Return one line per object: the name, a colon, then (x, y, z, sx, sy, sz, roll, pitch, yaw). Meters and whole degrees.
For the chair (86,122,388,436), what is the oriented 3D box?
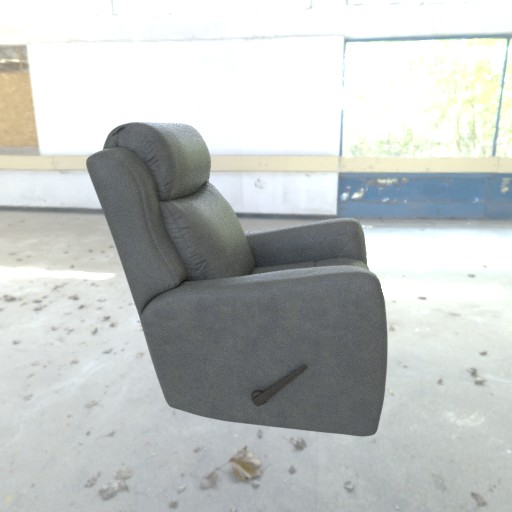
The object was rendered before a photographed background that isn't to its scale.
chair: (0.000, 0.000, 1.934, 1.068, 1.116, 0.967, 3, 16, 9)
